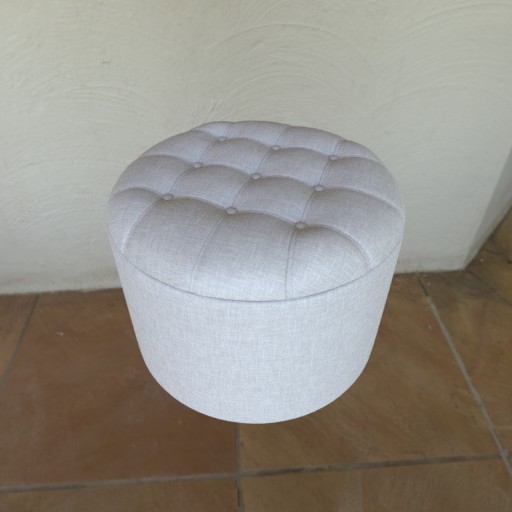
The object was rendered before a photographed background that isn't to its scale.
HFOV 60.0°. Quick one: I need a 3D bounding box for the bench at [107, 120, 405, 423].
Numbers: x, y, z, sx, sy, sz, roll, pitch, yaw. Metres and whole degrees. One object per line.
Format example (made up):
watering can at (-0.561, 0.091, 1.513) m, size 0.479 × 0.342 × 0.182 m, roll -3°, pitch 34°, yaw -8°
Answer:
bench at (0.000, 0.000, 1.014) m, size 0.600 × 0.453 × 0.600 m, roll 0°, pitch 41°, yaw 0°
